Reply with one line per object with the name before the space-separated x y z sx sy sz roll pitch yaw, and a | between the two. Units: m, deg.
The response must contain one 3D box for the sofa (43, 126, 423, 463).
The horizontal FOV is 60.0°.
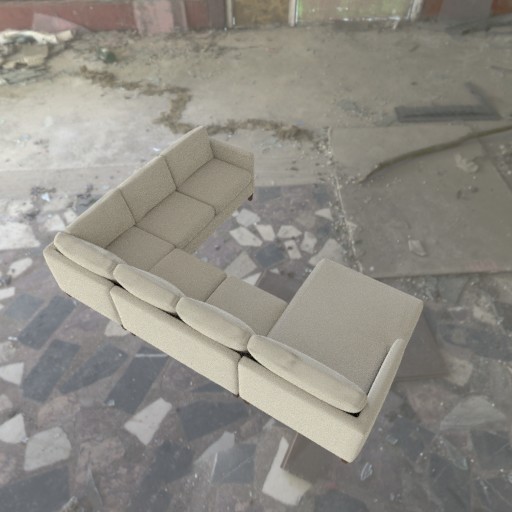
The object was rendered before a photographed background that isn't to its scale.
sofa | 0.000 0.000 4.682 3.459 0.956 2.593 25 52 21
